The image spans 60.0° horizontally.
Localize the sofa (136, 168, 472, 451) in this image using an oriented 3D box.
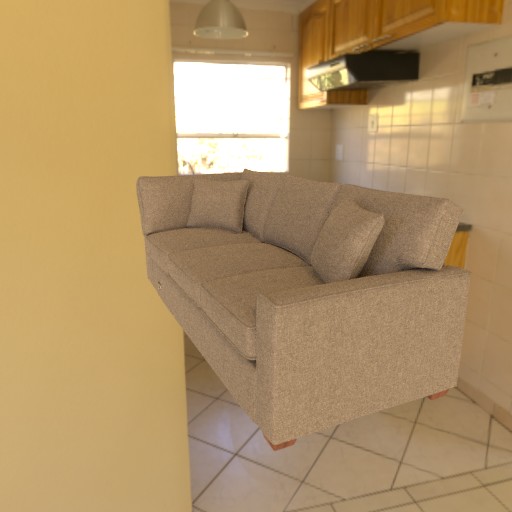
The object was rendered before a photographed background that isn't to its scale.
[{"bbox_3d":[0.000,0.000,2.793,1.061,0.962,2.317,-7,17,-24],"label":"sofa"}]
